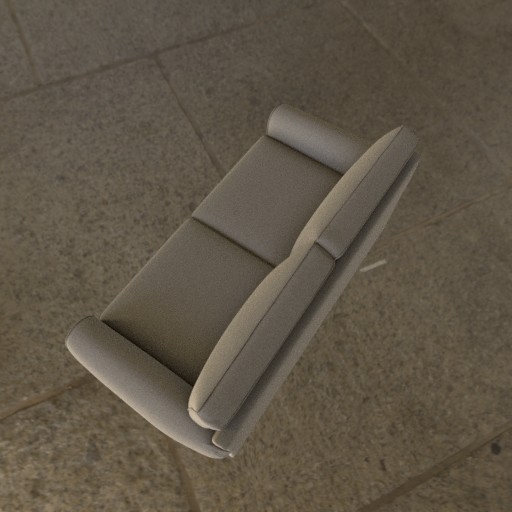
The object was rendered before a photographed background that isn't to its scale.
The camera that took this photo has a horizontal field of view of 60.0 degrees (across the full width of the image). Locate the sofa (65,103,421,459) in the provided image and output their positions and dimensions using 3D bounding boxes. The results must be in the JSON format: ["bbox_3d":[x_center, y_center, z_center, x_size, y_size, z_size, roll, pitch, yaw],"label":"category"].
[{"bbox_3d":[0.000,0.000,2.387,0.940,0.952,1.930,31,67,15],"label":"sofa"}]
